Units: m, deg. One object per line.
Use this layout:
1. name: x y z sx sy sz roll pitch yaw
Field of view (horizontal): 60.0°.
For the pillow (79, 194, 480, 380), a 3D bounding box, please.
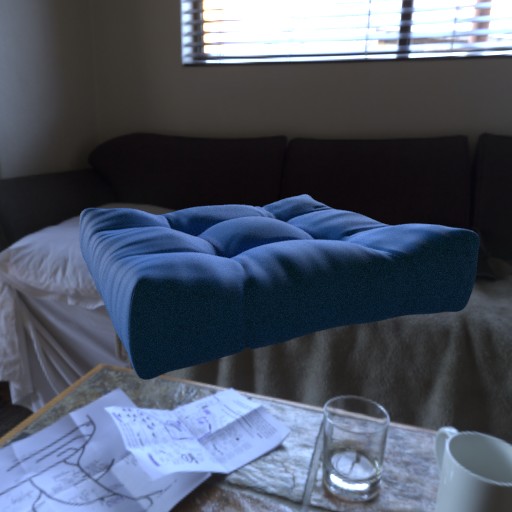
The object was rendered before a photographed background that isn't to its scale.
1. pillow: 0.000 0.000 0.707 0.490 0.128 0.468 -8 17 -25
